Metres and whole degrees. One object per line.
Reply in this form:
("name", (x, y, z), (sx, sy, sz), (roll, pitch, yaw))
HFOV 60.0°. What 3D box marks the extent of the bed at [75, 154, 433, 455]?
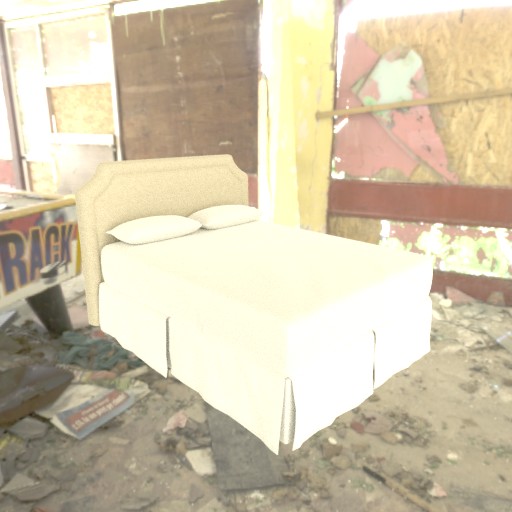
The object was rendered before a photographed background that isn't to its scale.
("bed", (0.000, 0.000, 3.212), (1.693, 1.290, 2.116), (-16, 23, -42))
